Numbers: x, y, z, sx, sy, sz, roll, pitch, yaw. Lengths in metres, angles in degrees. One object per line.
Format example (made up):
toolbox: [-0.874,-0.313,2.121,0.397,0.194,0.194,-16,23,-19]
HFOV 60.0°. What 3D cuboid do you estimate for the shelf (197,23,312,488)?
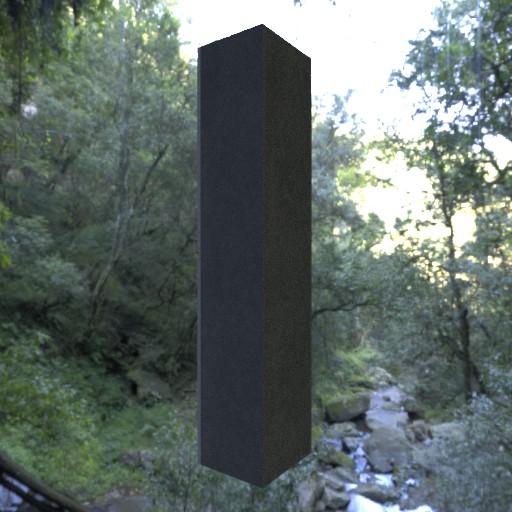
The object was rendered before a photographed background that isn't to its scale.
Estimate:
shelf: [0.000,0.000,1.533,0.270,1.400,0.300,0,0,36]
